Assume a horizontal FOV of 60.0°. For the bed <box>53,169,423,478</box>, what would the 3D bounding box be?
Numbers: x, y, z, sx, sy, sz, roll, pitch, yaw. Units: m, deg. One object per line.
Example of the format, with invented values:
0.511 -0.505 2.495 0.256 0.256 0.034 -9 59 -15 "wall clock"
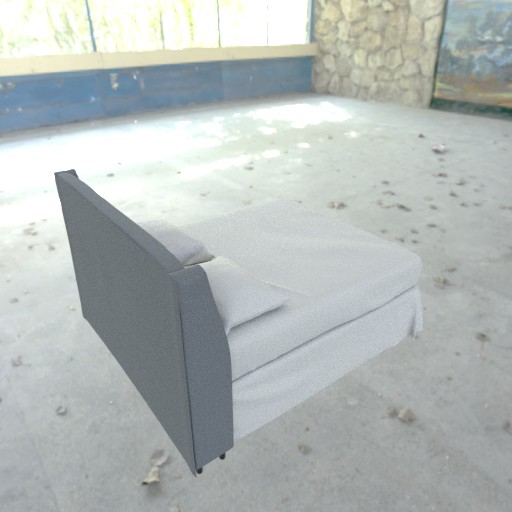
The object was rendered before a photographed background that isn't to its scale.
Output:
0.000 0.000 3.421 2.276 1.332 1.925 -19 34 -32 "bed"
